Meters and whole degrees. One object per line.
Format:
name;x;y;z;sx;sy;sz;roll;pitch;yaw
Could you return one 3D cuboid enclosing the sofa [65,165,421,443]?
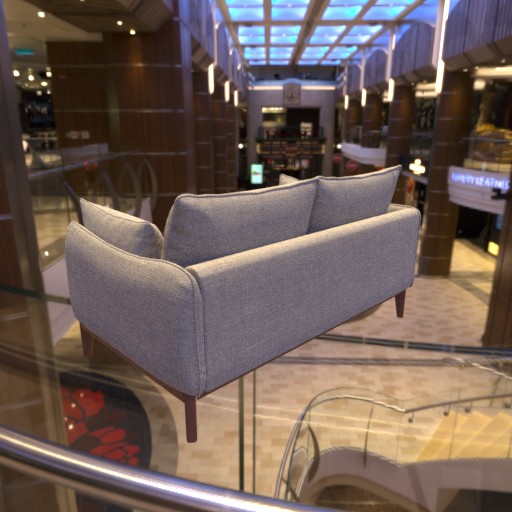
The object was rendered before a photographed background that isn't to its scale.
sofa;0.000;0.000;2.194;1.580;0.851;0.972;-16;23;-42
